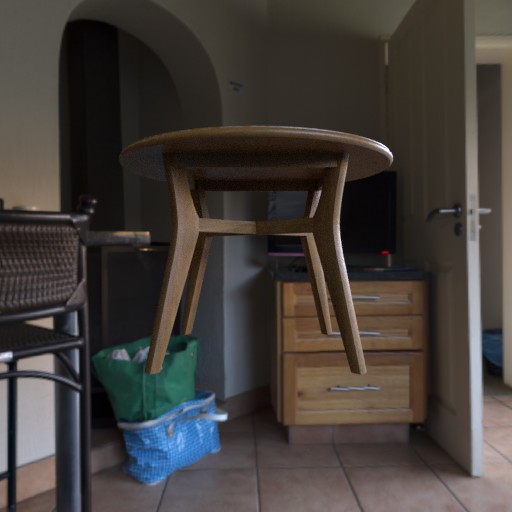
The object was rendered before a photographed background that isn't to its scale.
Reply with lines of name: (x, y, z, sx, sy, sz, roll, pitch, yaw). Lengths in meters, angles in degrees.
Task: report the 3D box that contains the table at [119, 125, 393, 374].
table: (0.000, 0.000, 1.791, 1.055, 0.757, 1.055, 0, 1, 0)
